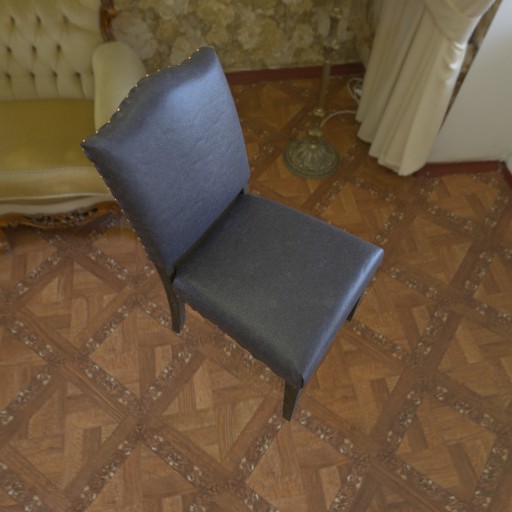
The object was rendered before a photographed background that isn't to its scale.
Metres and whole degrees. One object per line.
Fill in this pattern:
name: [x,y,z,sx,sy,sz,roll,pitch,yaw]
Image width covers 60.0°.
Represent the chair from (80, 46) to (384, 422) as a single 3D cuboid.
chair: [0.000,0.000,1.327,0.633,0.991,0.500,30,62,17]
